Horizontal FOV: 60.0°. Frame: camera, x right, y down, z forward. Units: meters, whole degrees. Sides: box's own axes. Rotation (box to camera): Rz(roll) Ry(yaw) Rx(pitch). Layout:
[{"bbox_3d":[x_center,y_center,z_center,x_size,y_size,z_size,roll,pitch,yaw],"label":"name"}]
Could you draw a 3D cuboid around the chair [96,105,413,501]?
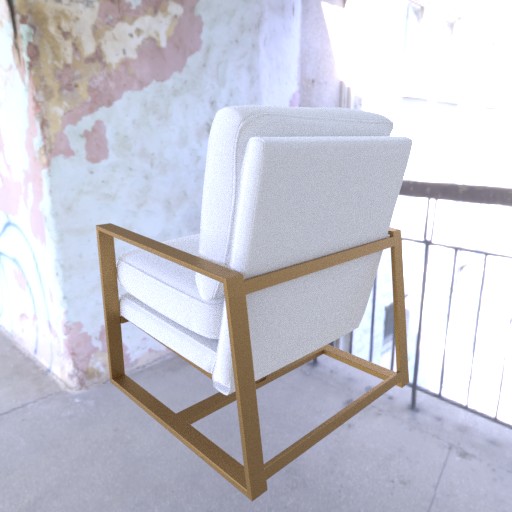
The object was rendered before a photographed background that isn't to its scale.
[{"bbox_3d":[0.000,0.000,1.534,0.805,0.966,0.813,-14,21,-42],"label":"chair"}]
